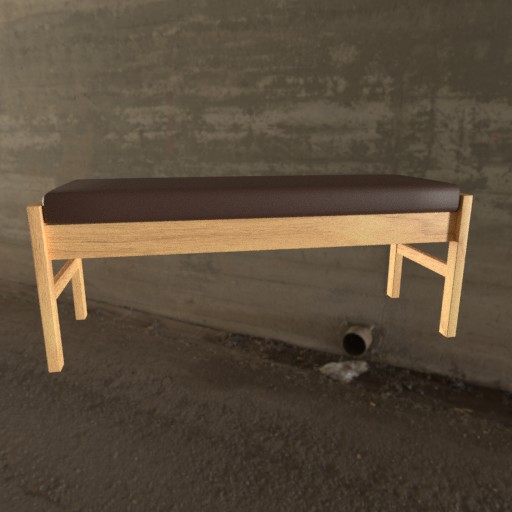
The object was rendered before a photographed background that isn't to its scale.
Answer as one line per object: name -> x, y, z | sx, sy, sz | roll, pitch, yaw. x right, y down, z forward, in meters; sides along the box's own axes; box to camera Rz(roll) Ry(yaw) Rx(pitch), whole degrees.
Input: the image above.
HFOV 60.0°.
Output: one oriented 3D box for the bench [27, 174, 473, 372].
bench -> 0.000, 0.000, 1.418 | 1.200, 0.480, 0.405 | -3, 15, -10
